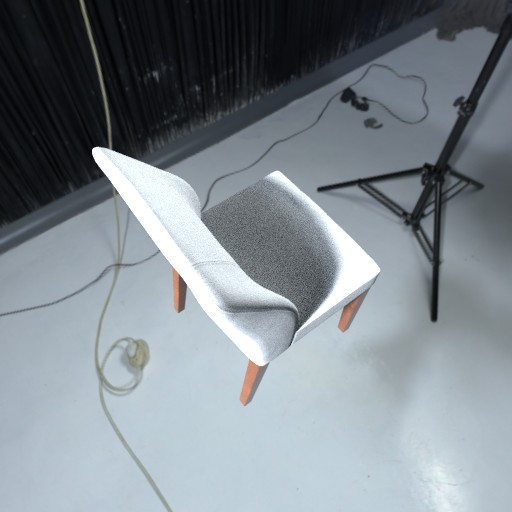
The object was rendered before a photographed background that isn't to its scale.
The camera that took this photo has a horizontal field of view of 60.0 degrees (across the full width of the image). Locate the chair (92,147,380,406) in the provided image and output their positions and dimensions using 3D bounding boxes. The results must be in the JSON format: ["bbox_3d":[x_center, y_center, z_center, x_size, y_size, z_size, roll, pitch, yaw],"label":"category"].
[{"bbox_3d":[0.000,0.000,1.215,0.540,0.893,0.472,-32,63,-19],"label":"chair"}]
